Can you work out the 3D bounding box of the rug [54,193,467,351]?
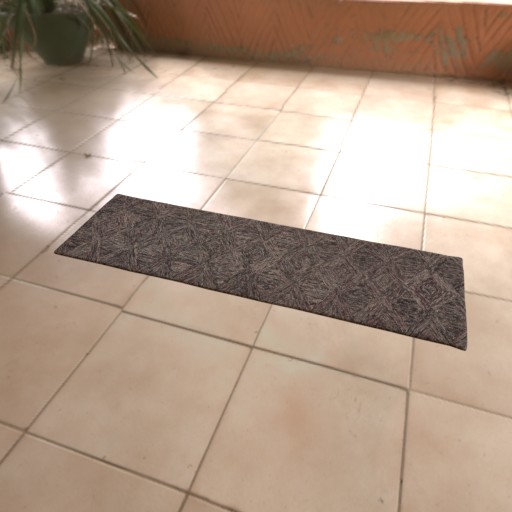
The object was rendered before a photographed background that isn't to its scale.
[{"bbox_3d":[0.000,0.000,2.597,2.305,0.013,0.719,12,41,14],"label":"rug"}]
